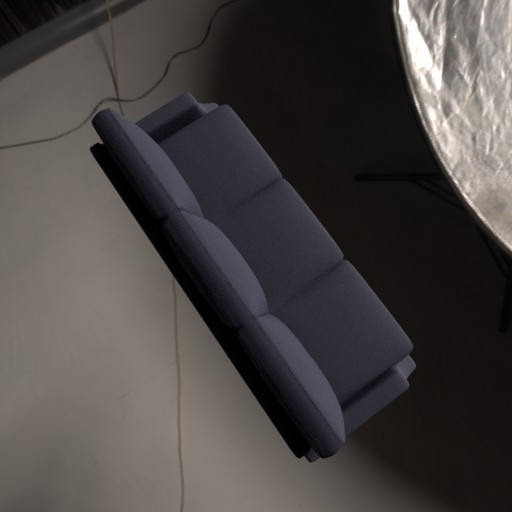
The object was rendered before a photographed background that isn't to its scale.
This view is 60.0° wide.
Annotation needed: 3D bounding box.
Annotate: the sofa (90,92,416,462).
[{"bbox_3d":[0.000,0.000,2.583,0.888,0.984,2.115,-34,79,-8],"label":"sofa"}]
